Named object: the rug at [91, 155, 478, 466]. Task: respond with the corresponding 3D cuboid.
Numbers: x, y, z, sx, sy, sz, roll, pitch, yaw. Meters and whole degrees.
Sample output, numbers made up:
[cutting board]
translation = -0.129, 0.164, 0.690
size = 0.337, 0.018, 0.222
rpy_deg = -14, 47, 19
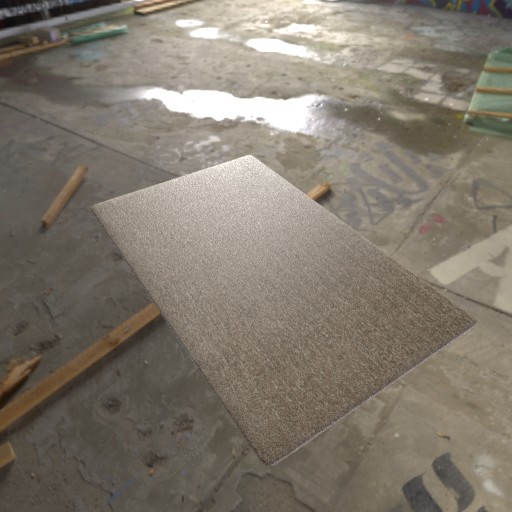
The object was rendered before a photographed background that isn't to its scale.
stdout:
[rug]
translation = 0.000, 0.000, 3.069
size = 1.539, 0.024, 2.469
rpy_deg = -24, 46, -25
